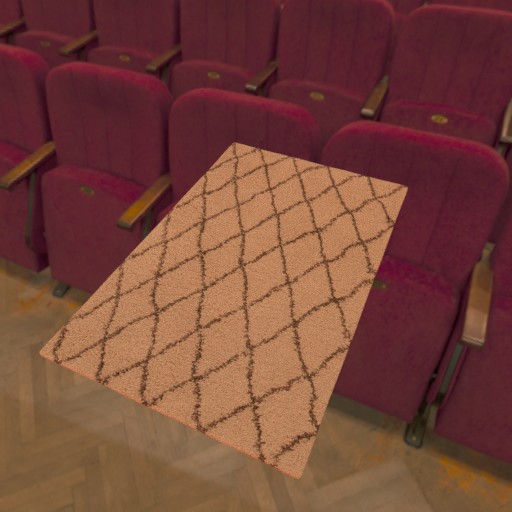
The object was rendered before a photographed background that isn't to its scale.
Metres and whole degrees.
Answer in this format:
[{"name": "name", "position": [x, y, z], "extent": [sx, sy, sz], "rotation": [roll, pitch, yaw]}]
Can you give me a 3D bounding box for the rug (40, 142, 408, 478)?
[{"name": "rug", "position": [0.000, 0.000, 3.421], "extent": [1.778, 0.030, 2.743], "rotation": [18, 49, 17]}]
